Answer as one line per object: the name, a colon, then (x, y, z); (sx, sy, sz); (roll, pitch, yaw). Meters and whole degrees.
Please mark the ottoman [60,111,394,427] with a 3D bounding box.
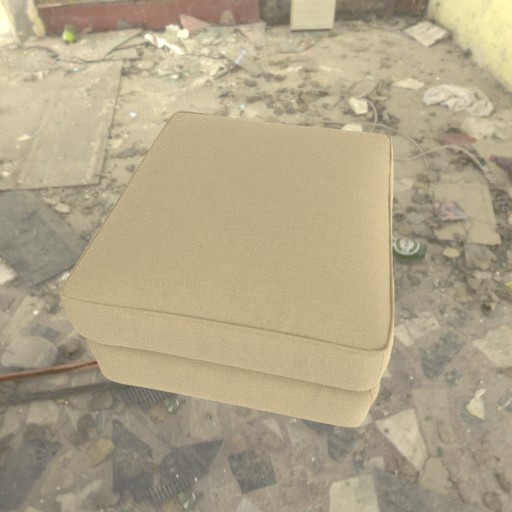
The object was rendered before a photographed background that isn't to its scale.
ottoman: (0.000, 0.000, 1.153); (0.662, 0.505, 0.716); (9, 48, 8)
